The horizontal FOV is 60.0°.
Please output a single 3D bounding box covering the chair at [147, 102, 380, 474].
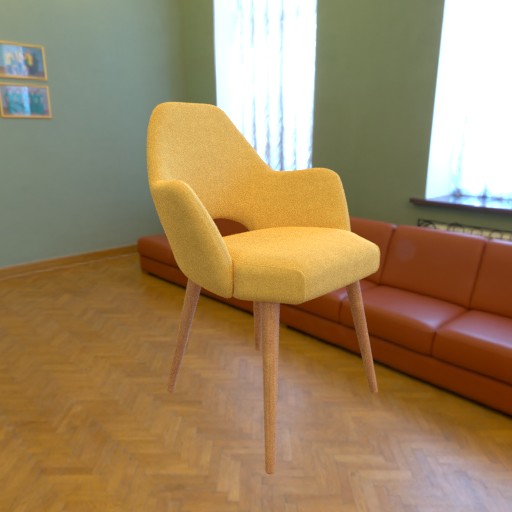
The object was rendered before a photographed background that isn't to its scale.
[{"bbox_3d":[0.000,0.000,1.246,0.610,0.840,0.590,15,21,42],"label":"chair"}]
